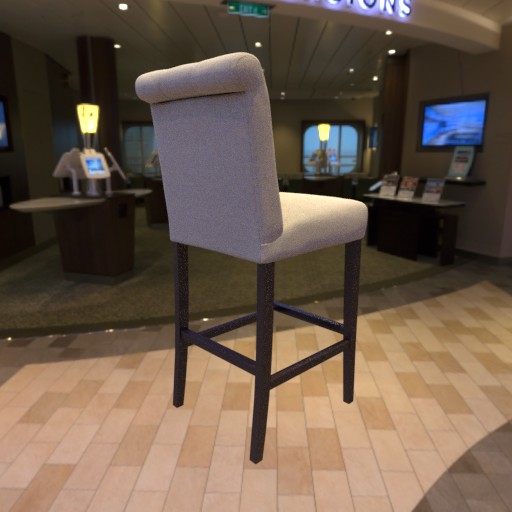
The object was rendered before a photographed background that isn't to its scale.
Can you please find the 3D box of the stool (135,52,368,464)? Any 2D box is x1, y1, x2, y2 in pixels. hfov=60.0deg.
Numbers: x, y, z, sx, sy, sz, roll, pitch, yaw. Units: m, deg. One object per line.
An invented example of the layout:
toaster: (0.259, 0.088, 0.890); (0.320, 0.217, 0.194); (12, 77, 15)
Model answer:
stool: (0.000, 0.000, 1.485); (0.601, 1.140, 0.493); (-13, 18, -42)
